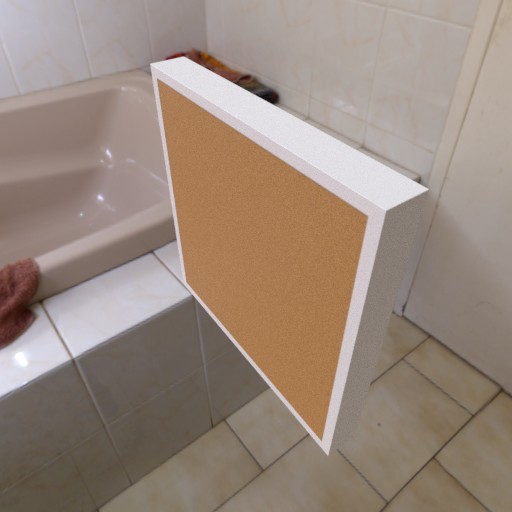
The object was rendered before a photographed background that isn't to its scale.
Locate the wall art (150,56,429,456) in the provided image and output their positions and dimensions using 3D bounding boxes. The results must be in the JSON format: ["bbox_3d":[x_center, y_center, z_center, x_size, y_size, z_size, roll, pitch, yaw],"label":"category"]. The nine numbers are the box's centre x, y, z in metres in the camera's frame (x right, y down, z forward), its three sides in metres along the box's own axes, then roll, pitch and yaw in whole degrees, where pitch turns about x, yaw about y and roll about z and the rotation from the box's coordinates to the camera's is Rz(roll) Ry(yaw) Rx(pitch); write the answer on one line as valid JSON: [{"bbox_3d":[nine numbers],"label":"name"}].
[{"bbox_3d":[0.000,0.000,0.451,0.038,0.305,0.305,-25,47,-26],"label":"wall art"}]
